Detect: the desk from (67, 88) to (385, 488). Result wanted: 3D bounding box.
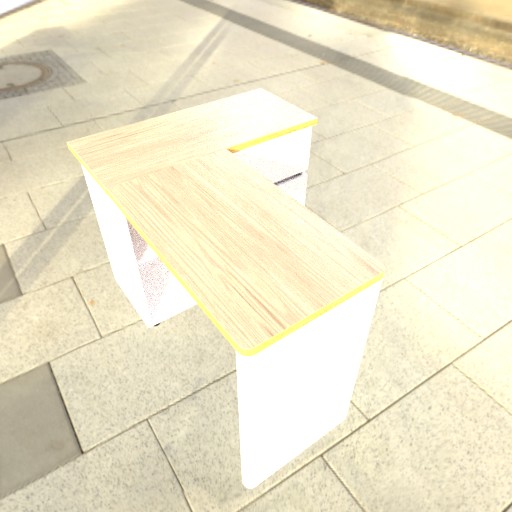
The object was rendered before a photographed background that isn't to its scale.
[{"bbox_3d":[0.000,0.000,1.746,0.900,0.760,1.170,-25,48,-26],"label":"desk"}]
